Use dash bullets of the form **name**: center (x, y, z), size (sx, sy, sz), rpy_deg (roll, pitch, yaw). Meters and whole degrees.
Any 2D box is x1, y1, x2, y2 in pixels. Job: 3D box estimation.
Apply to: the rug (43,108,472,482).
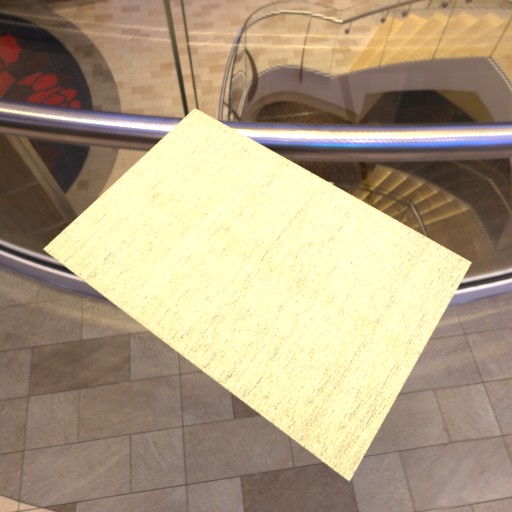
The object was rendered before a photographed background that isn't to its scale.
- **rug**: center (0.000, 0.000, 2.306), size (1.850, 0.015, 1.250), rpy_deg (33, 67, 16)
